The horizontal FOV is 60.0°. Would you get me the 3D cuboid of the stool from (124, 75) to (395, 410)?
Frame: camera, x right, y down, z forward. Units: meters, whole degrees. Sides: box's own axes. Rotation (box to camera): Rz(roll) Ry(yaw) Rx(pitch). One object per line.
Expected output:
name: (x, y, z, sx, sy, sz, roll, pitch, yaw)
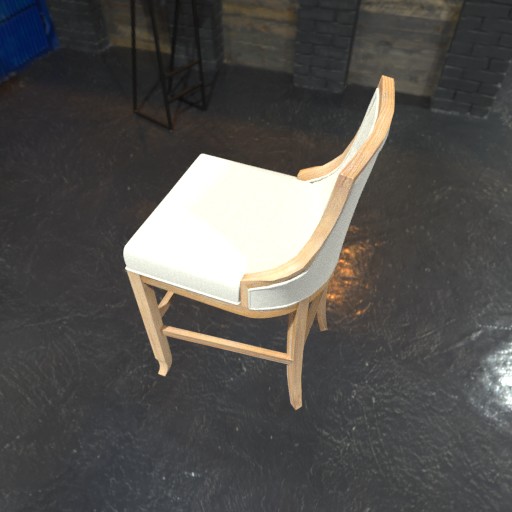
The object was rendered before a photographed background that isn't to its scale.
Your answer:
stool: (0.000, 0.000, 1.439, 0.626, 1.101, 0.524, 16, 49, 14)
